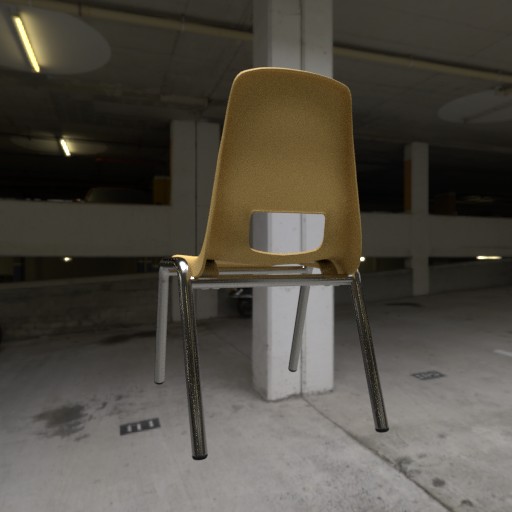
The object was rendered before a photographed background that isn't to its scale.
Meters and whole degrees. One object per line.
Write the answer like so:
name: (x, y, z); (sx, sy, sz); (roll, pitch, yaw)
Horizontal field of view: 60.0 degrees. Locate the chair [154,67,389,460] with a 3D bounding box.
chair: (0.000, 0.000, 0.875); (0.354, 0.586, 0.423); (0, 0, -19)
